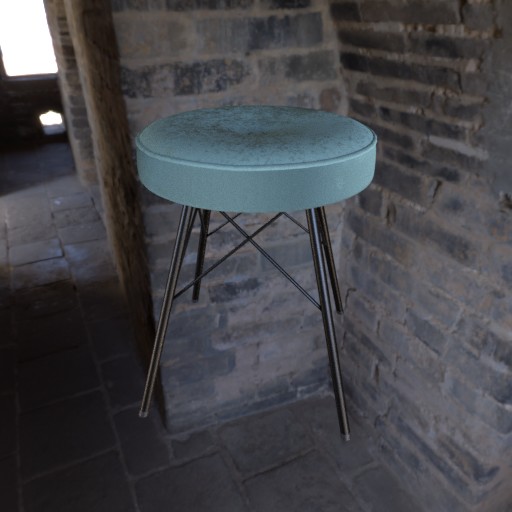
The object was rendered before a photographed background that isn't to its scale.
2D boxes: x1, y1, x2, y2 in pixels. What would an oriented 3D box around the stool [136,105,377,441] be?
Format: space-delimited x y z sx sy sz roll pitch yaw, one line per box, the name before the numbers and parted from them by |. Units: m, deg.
stool | 0.000 0.000 0.878 0.457 0.519 0.458 8 30 14
